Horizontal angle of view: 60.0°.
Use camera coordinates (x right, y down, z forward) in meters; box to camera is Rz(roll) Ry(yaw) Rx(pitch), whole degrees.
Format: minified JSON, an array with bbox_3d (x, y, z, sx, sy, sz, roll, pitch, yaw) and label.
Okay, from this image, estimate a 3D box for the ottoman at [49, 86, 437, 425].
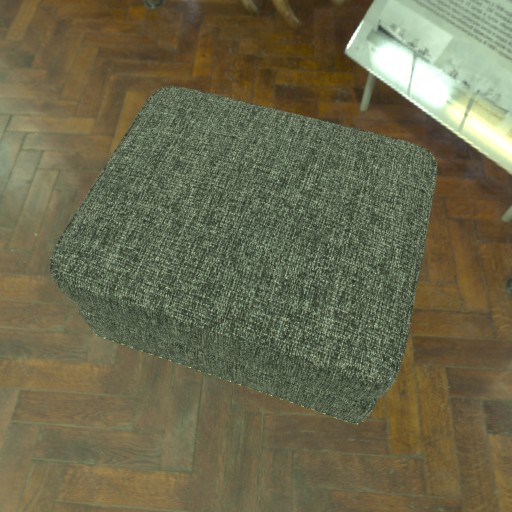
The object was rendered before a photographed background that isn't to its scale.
[{"bbox_3d":[0.000,0.000,1.117,0.738,0.537,0.589,16,63,9],"label":"ottoman"}]
